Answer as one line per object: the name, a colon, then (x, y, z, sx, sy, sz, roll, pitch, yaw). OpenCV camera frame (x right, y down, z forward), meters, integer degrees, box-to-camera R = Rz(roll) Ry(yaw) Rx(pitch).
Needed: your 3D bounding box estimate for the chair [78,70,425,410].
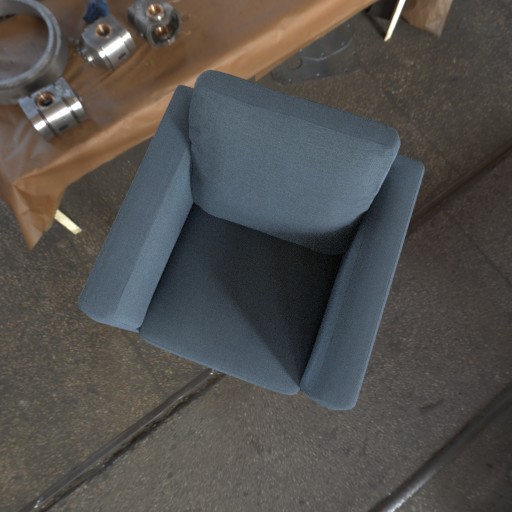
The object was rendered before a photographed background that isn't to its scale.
chair: (0.000, 0.000, 1.550, 0.855, 0.922, 0.820, 19, 76, 5)
